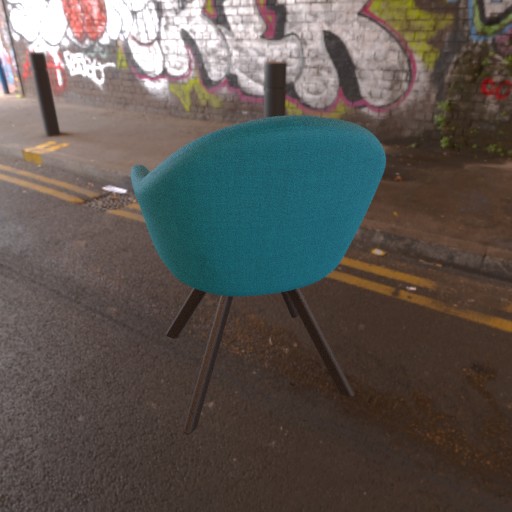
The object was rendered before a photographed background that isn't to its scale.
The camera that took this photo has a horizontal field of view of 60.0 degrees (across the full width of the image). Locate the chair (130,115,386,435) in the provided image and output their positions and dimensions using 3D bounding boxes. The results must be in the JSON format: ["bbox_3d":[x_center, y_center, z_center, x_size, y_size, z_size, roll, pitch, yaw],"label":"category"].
[{"bbox_3d":[0.000,0.000,1.186,0.590,0.795,0.550,-8,28,-14],"label":"chair"}]
